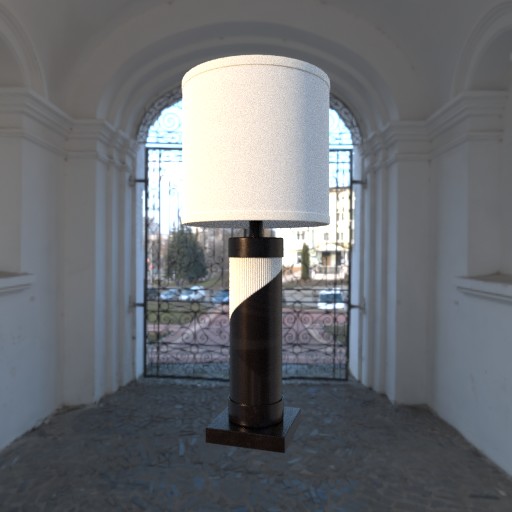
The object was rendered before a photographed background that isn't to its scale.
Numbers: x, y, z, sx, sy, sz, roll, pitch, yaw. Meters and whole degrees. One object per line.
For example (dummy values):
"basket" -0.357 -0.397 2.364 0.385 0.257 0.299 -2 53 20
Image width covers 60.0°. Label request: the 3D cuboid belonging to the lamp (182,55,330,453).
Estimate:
"lamp" 0.000 0.000 0.639 0.211 0.509 0.211 0 1 17
